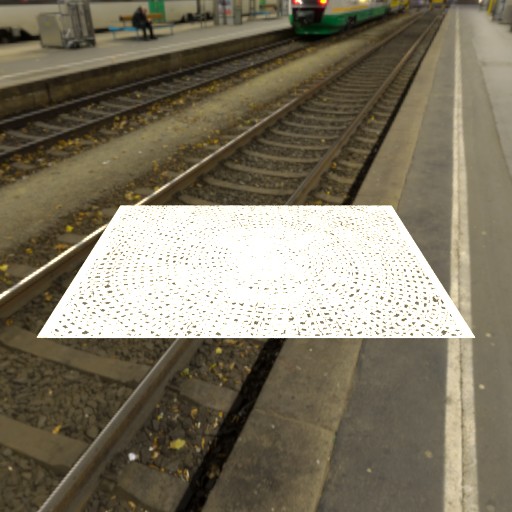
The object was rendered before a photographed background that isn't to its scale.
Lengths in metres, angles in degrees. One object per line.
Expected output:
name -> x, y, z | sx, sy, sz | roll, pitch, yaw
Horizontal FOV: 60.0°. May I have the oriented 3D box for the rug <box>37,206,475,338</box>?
rug -> 0.000, 0.000, 2.165 | 1.634, 0.003, 1.190 | 0, 31, 0
